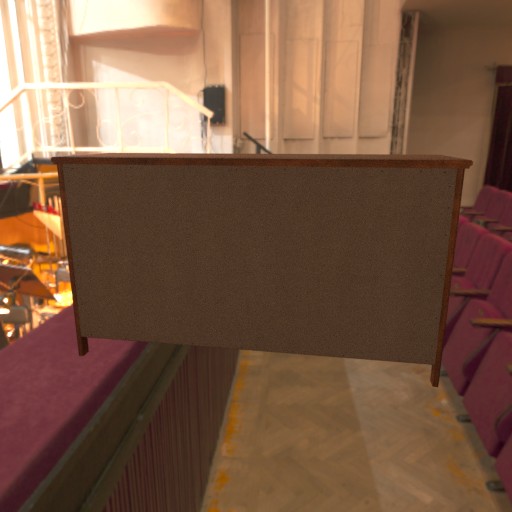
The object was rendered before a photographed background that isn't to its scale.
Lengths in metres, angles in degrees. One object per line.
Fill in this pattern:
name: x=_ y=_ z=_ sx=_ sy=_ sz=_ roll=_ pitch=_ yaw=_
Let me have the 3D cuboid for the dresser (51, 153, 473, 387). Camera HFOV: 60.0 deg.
dresser: x=0.000 y=0.000 z=1.935 sx=1.551 sy=0.856 sz=0.463 roll=3 pitch=15 yaw=9
